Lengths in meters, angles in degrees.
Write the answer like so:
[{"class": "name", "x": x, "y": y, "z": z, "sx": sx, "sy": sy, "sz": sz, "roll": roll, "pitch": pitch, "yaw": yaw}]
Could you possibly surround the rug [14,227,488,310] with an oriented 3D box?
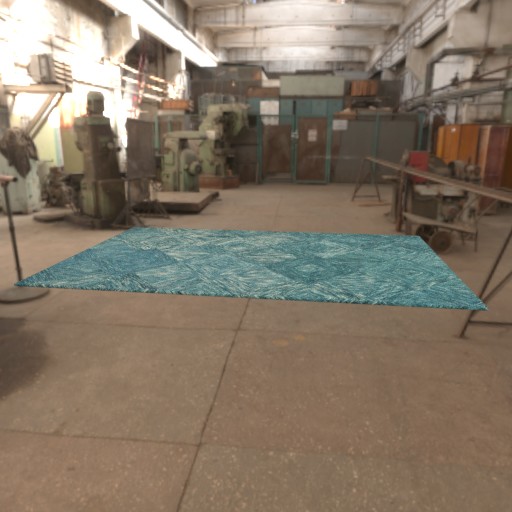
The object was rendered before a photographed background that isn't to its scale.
[{"class": "rug", "x": 0.000, "y": 0.000, "z": 2.807, "sx": 2.277, "sy": 0.015, "sz": 1.490, "roll": 2, "pitch": 15, "yaw": 8}]
